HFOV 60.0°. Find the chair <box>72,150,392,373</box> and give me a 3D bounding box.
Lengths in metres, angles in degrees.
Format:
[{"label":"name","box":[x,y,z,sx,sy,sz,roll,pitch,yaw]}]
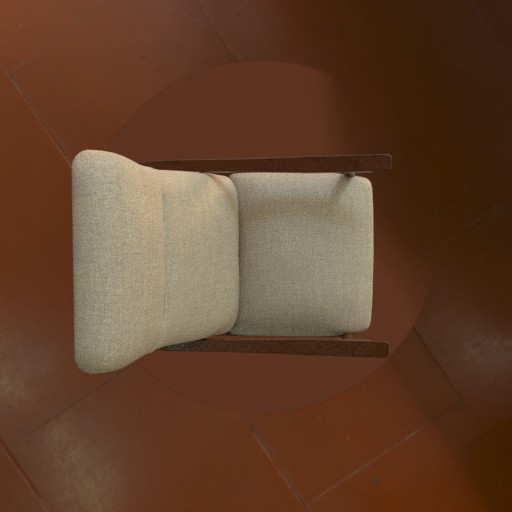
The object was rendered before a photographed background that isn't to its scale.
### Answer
[{"label":"chair","box":[0.000,0.000,1.747,1.014,1.082,0.762,0,92,1]}]
